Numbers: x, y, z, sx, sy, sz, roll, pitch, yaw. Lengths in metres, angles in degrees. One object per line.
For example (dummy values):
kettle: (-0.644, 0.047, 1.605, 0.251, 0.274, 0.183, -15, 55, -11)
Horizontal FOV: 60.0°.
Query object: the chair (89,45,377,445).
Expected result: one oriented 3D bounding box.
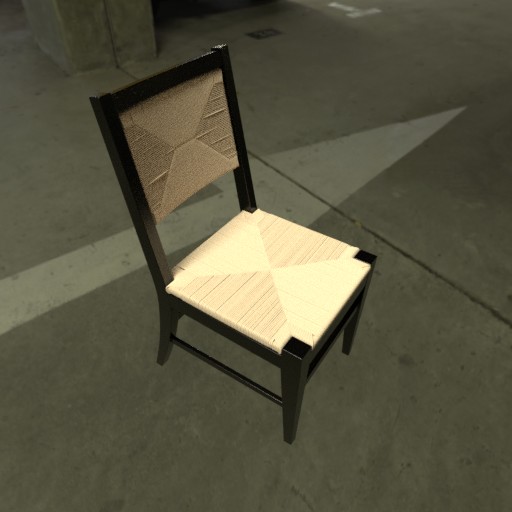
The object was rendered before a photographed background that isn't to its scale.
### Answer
chair: (0.000, 0.000, 1.235, 0.552, 0.927, 0.437, 24, 47, 25)
